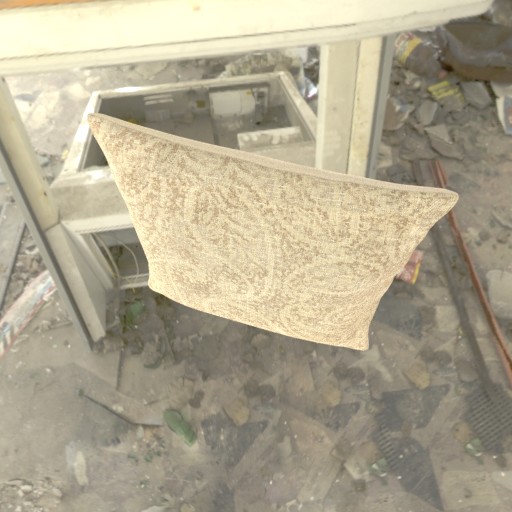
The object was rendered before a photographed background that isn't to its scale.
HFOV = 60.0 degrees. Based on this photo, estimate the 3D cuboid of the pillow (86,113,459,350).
[{"bbox_3d":[0.000,0.000,0.800,0.523,0.510,0.166,15,59,9],"label":"pillow"}]
